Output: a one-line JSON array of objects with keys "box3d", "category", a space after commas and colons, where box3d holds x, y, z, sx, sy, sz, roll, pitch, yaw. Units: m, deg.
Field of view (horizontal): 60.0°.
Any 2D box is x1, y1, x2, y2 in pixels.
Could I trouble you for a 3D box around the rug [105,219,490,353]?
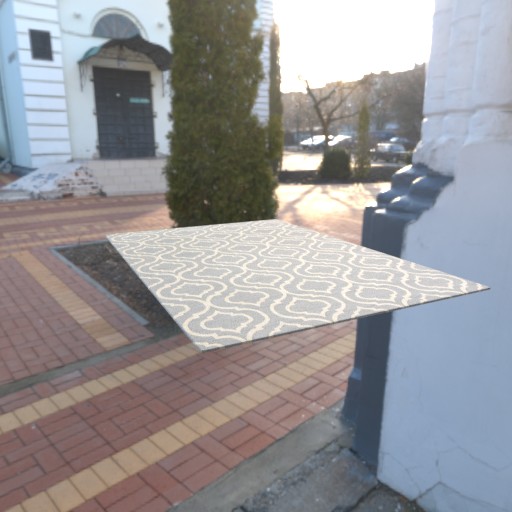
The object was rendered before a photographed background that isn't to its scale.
[{"box3d": [0.000, 0.000, 2.681, 1.451, 0.010, 2.080, -7, 16, -26], "category": "rug"}]
